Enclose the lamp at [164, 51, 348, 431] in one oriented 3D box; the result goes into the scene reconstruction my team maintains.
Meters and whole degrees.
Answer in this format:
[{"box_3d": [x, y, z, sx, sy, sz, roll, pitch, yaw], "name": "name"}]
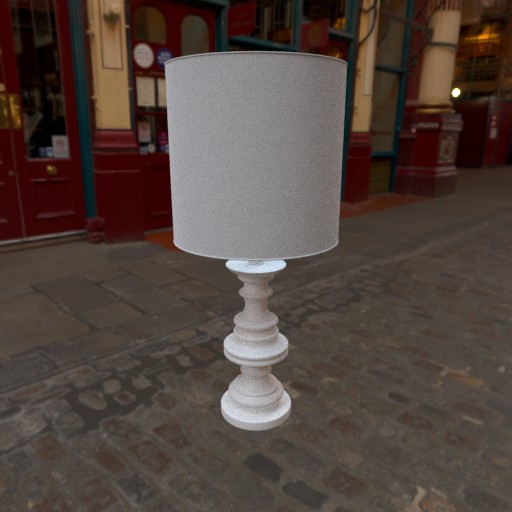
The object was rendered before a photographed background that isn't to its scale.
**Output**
[{"box_3d": [0.000, 0.000, 0.576, 0.208, 0.455, 0.208, -15, 21, -42], "name": "lamp"}]
